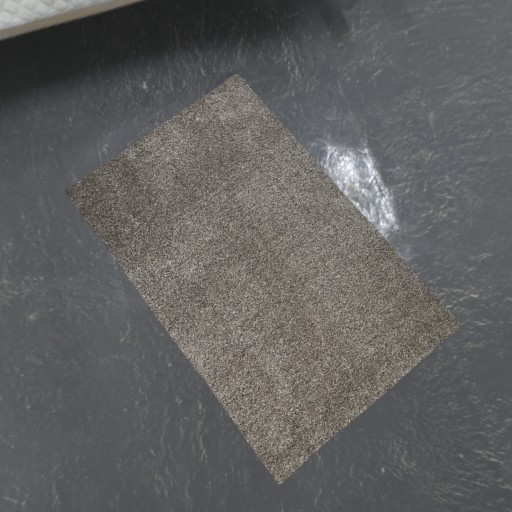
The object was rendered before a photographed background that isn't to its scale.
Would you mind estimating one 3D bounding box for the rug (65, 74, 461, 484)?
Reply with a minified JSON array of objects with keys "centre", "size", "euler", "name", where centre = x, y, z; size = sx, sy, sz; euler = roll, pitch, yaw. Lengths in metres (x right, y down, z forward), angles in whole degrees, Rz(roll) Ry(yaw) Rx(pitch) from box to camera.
[{"centre":[0.000,0.000,2.939],"size":[1.501,0.025,2.352],"euler":[-37,79,-9],"name":"rug"}]
